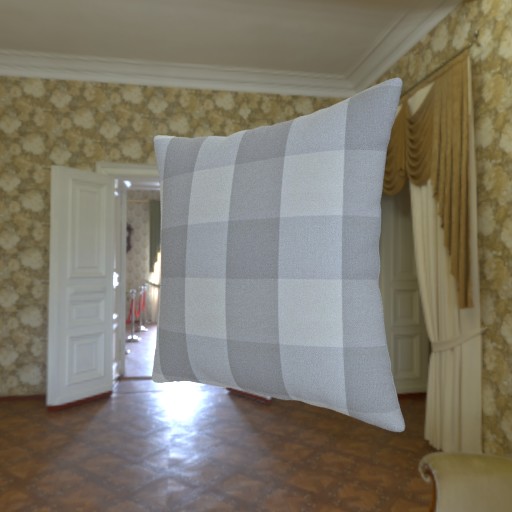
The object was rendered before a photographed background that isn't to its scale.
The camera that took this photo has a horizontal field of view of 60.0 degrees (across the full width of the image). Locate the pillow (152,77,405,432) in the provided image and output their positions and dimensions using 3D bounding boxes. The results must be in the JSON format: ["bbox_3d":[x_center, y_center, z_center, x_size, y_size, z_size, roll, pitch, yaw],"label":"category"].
[{"bbox_3d":[0.000,0.000,0.776,0.511,0.509,0.161,-1,-2,34],"label":"pillow"}]
